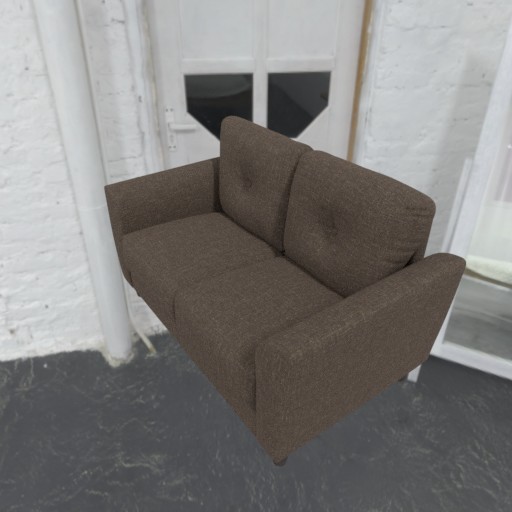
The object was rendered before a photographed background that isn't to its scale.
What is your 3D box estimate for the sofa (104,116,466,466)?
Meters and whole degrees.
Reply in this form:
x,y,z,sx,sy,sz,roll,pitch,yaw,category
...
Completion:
x,y,z,sx,sy,sz,roll,pitch,yaw,category
0.000,0.000,1.955,0.851,0.885,1.423,-21,38,-30,sofa
